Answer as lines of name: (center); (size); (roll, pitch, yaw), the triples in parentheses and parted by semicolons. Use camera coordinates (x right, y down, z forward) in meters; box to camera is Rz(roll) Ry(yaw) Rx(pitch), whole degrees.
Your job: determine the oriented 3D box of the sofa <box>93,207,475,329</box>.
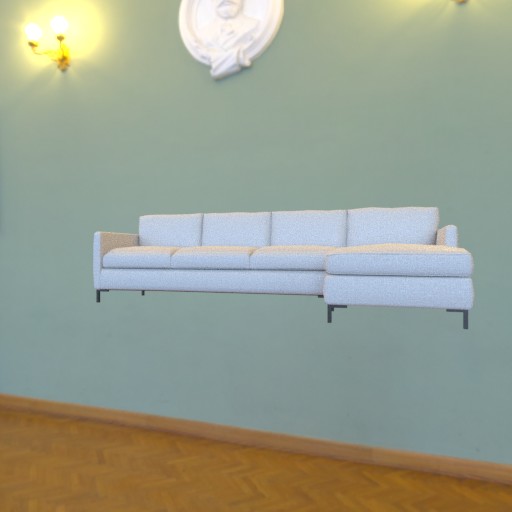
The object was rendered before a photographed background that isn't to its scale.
sofa: (0.000, 0.000, 3.240); (2.731, 0.755, 1.258); (0, 0, 18)
